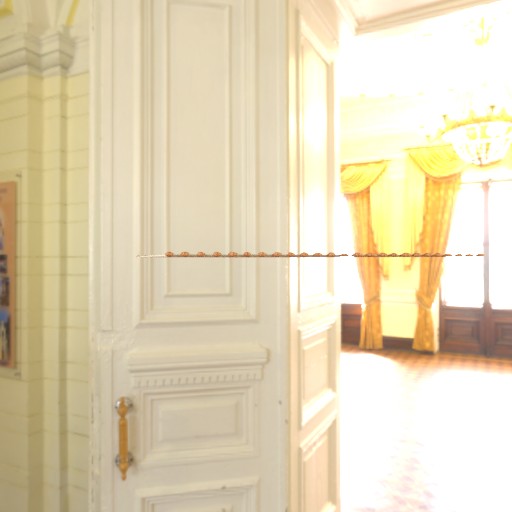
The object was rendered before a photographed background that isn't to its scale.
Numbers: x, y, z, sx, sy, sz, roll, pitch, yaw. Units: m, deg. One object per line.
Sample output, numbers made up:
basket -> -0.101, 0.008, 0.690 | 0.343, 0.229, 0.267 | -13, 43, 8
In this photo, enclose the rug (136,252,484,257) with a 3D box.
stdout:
rug -> 0.000, 0.000, 2.525 | 1.232, 0.017, 2.092 | 0, 0, -17
